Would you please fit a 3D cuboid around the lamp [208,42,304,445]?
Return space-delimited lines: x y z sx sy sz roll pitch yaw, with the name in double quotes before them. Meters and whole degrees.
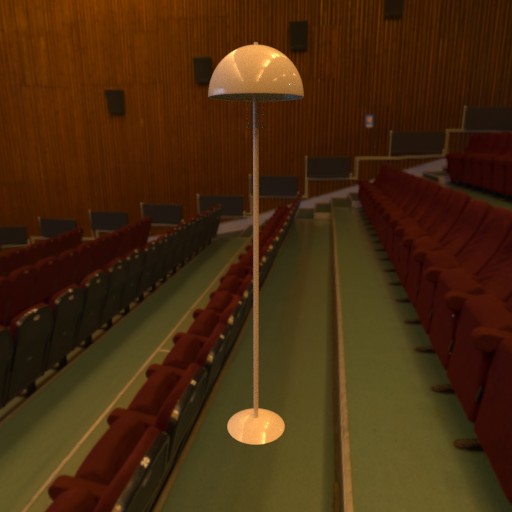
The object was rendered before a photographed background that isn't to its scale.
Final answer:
"lamp" 0.000 0.000 1.677 0.328 1.480 0.328 2 15 8
